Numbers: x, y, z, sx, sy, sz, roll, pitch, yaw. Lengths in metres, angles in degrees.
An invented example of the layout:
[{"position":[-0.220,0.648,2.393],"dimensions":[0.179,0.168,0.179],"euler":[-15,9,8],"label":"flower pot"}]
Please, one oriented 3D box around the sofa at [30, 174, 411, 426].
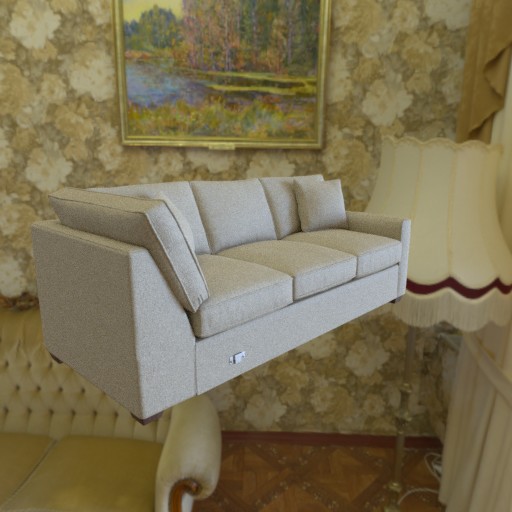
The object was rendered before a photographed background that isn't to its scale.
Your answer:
[{"position":[0.000,0.000,2.817],"dimensions":[1.053,0.948,2.323],"euler":[13,18,43],"label":"sofa"}]
